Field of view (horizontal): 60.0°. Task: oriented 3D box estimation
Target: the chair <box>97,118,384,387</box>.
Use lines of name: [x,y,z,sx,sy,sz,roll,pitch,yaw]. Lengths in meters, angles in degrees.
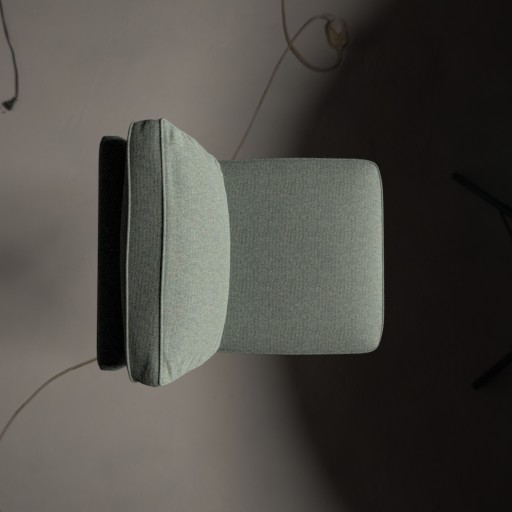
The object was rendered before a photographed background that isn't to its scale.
chair: [0.000,0.000,1.427,0.796,0.901,0.624,0,88,0]
